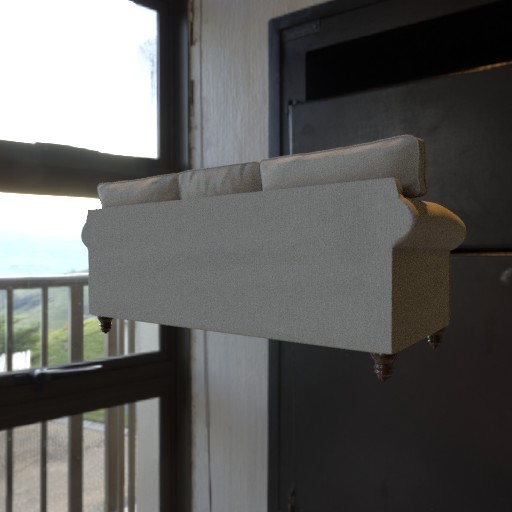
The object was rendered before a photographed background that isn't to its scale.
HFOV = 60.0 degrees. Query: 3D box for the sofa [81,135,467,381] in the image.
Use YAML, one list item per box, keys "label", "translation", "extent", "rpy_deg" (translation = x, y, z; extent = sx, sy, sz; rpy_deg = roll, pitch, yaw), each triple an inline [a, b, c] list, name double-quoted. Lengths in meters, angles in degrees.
- label: "sofa"
  translation: [0.000, 0.000, 2.539]
  extent: [2.084, 0.961, 0.916]
  rpy_deg: [0, 0, 36]
